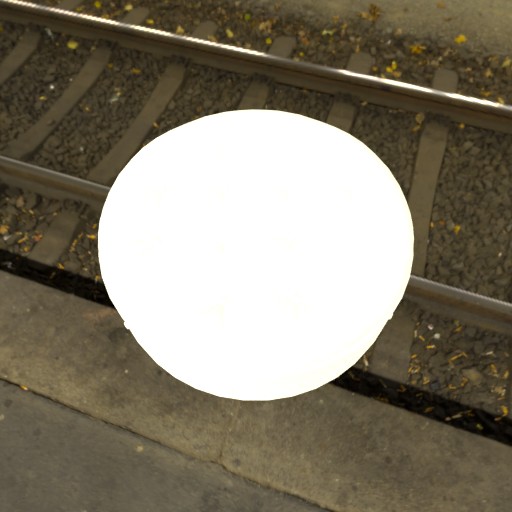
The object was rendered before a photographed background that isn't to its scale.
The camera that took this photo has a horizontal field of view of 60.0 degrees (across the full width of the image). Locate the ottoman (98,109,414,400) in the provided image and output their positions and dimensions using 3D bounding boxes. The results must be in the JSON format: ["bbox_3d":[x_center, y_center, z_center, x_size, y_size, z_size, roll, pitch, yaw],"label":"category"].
[{"bbox_3d":[0.000,0.000,1.355,0.850,0.483,0.850,0,58,0],"label":"ottoman"}]
